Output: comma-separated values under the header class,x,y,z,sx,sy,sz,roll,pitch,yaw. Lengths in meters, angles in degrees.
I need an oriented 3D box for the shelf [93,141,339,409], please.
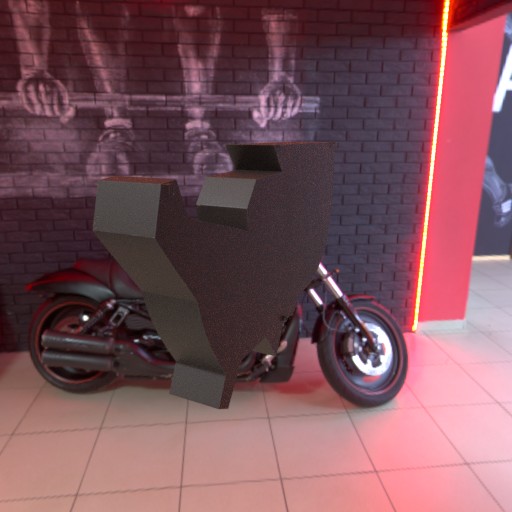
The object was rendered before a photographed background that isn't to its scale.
class,x,y,z,sx,sy,sz,roll,pitch,yaw
shelf,0.000,0.000,0.900,0.112,0.439,0.729,8,17,25
